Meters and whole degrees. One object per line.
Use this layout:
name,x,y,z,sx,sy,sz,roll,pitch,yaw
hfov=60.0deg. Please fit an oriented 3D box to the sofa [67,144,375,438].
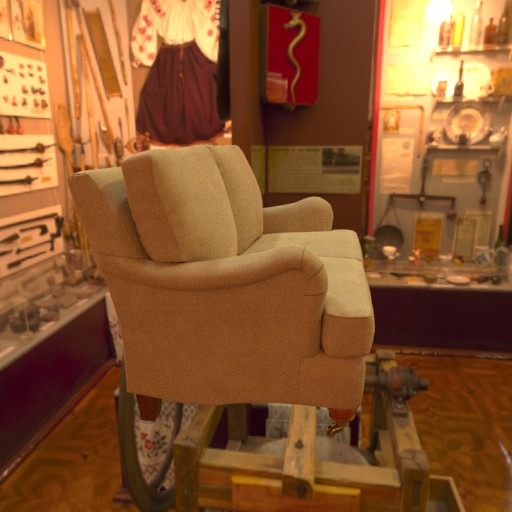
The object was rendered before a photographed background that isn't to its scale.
sofa,0.000,0.000,2.230,1.086,1.087,1.498,3,15,10
